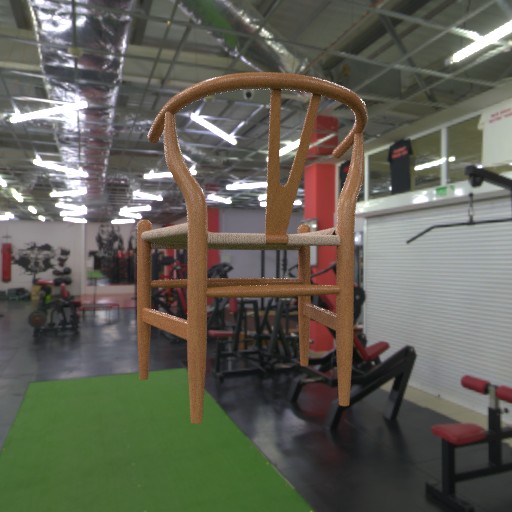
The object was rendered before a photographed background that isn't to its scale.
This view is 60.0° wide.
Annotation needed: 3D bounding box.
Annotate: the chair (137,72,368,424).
[{"bbox_3d":[0.000,0.000,1.160,0.569,0.730,0.579,0,-1,-19],"label":"chair"}]
